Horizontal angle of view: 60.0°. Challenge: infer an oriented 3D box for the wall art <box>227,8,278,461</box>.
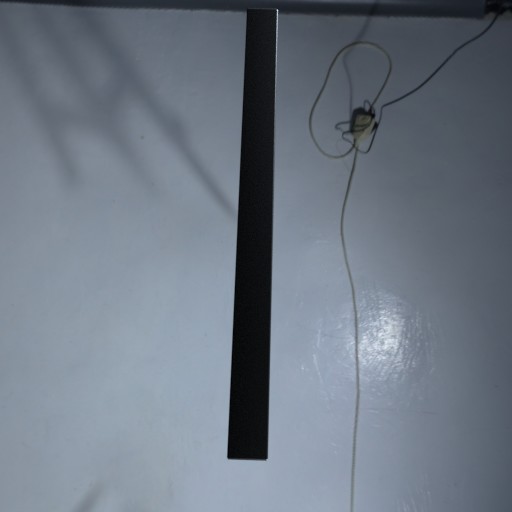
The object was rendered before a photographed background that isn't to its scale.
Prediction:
[{"bbox_3d":[0.000,0.000,0.514,0.028,0.330,0.380,2,75,0],"label":"wall art"}]
